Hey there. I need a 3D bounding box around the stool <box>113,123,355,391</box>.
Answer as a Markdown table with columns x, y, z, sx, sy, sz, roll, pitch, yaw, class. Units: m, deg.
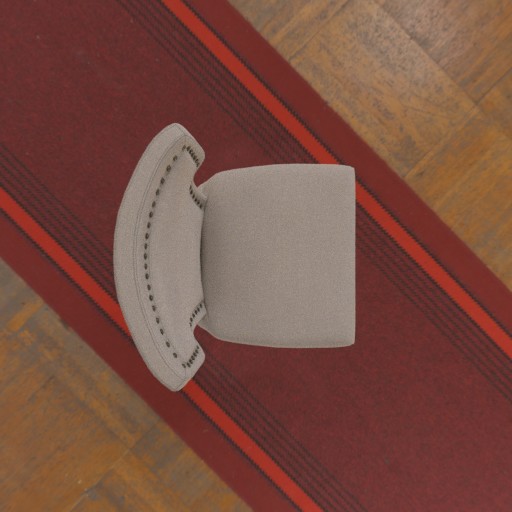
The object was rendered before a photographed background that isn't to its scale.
| x | y | z | sx | sy | sz | roll | pitch | yaw | class |
| --- | --- | --- | --- | --- | --- | --- | --- | --- | --- |
| 0.000 | 0.000 | 1.337 | 0.563 | 0.982 | 0.527 | 0 | 90 | 0 | stool |
